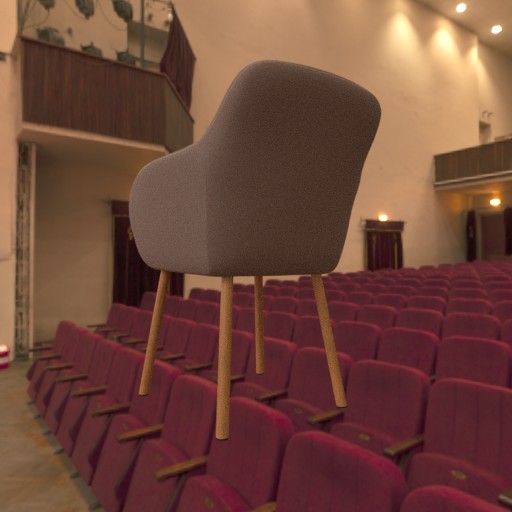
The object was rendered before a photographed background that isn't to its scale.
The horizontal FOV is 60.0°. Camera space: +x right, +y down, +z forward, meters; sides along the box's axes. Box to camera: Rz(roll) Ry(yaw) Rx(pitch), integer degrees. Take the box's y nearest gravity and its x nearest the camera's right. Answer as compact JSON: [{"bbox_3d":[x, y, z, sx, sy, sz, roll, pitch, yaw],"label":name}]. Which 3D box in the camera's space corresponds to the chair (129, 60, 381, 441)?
[{"bbox_3d":[0.000,0.000,1.231,0.570,0.830,0.590,0,-1,-35],"label":"chair"}]
